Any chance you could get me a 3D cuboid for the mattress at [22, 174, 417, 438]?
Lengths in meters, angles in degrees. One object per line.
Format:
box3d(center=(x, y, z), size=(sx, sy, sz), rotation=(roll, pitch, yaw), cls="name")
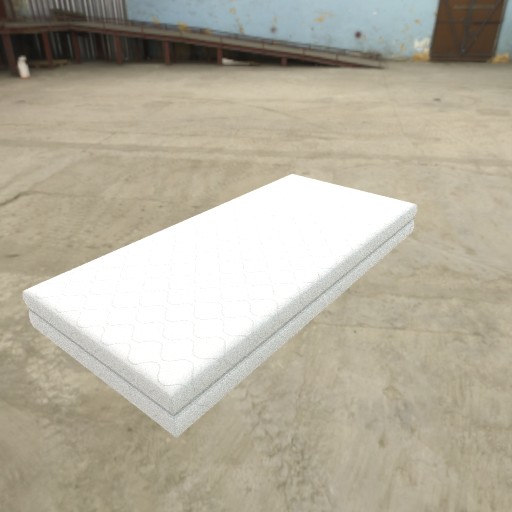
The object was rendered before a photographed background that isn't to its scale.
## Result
box3d(center=(0.000, 0.000, 2.222), size=(0.900, 0.200, 1.900), rotation=(21, 35, 33), cls="mattress")
